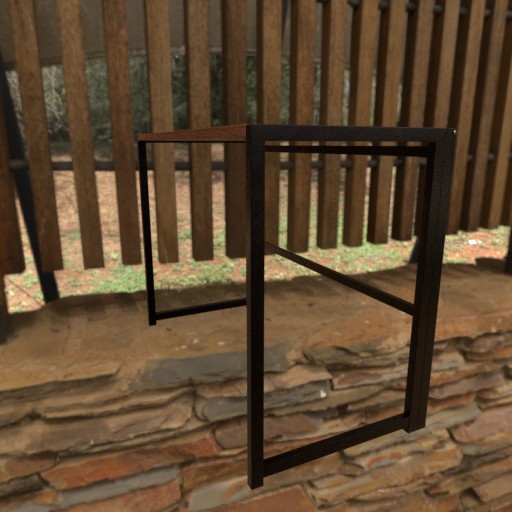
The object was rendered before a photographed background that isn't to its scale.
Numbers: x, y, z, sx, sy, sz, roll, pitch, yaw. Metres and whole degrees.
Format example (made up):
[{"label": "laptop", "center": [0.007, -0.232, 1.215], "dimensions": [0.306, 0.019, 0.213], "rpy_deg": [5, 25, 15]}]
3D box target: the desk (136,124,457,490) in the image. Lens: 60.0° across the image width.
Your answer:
[{"label": "desk", "center": [0.000, 0.000, 1.415], "dimensions": [0.508, 0.762, 1.016], "rpy_deg": [-7, 16, -25]}]
